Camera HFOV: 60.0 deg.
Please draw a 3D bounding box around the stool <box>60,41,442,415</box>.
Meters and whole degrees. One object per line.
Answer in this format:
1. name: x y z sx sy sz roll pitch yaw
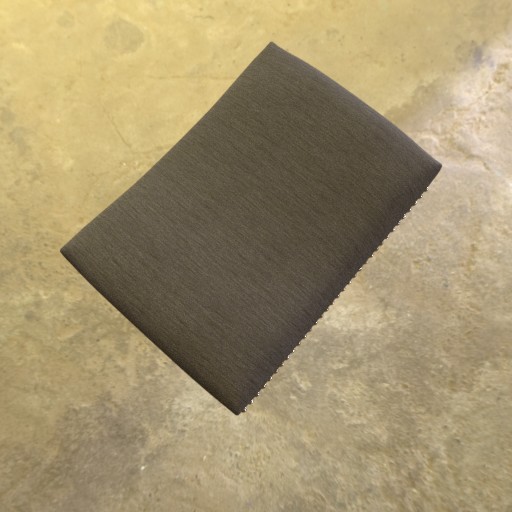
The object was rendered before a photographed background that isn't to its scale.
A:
1. stool: 0.000 0.000 0.965 0.372 0.654 0.504 40 79 10
